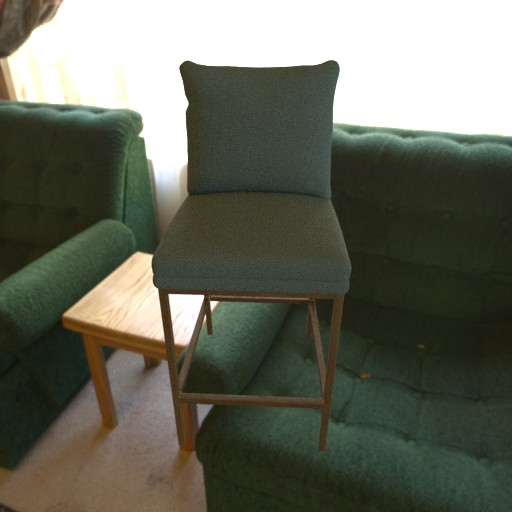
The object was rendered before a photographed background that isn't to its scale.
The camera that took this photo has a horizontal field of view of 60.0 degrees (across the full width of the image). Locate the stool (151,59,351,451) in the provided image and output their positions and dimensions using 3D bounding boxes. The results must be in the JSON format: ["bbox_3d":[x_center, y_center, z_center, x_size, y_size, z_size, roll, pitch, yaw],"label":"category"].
[{"bbox_3d":[0.000,0.000,1.313,0.463,1.032,0.568,1,30,3],"label":"stool"}]
